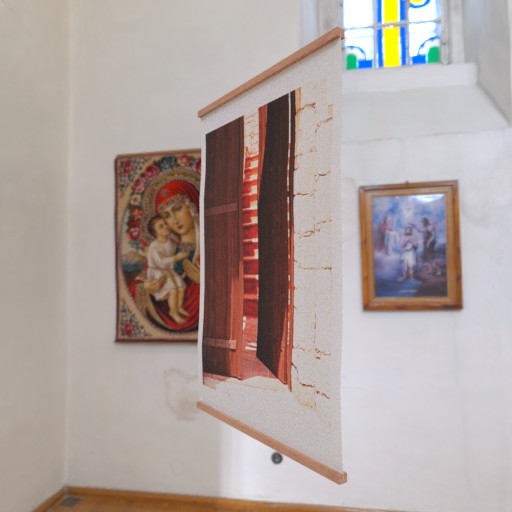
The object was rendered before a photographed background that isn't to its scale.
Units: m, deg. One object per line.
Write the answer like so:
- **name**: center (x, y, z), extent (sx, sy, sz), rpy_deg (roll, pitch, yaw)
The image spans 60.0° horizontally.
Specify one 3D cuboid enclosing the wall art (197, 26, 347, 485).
- **wall art**: center (0.000, 0.000, 0.630), extent (0.012, 0.508, 0.332), rpy_deg (1, -2, -35)
